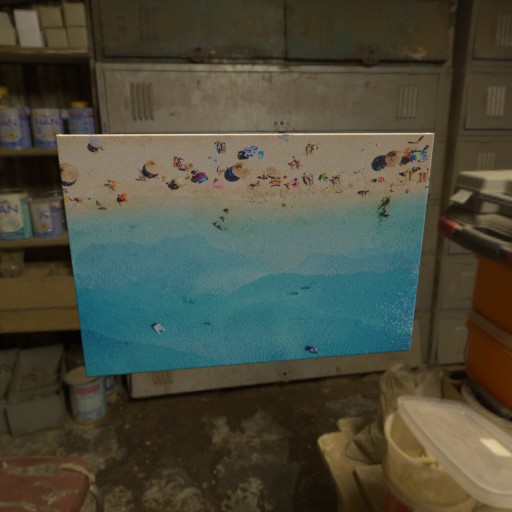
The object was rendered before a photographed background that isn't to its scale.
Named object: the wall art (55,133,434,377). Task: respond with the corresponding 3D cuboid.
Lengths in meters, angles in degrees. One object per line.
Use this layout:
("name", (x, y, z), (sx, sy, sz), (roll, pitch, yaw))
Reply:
("wall art", (0.000, 0.000, 1.447), (1.136, 0.769, 0.040), (-3, 17, -9))
